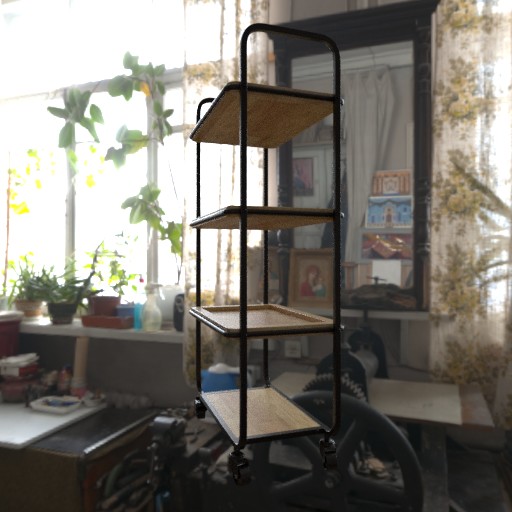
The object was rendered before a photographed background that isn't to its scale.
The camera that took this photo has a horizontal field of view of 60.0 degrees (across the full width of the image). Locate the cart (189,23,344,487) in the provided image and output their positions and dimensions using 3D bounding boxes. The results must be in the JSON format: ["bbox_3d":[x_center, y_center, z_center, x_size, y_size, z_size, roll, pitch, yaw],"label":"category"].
[{"bbox_3d":[0.000,0.000,1.307,0.321,1.080,0.545,0,0,-19],"label":"cart"}]
